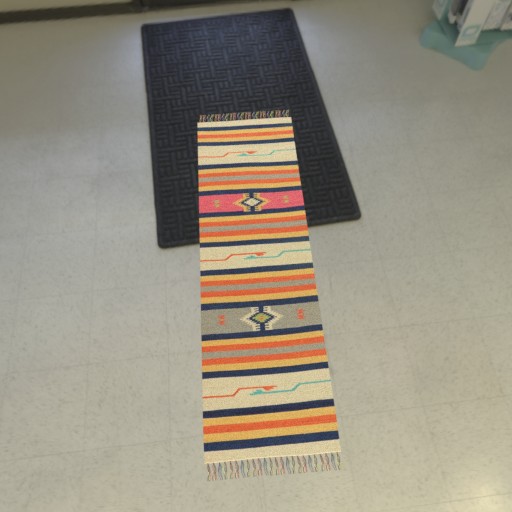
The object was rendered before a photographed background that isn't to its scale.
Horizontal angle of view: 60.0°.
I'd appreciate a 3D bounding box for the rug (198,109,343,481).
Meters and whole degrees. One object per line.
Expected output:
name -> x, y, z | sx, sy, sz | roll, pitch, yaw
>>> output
rug -> 0.000, 0.000, 2.755 | 0.695, 0.017, 2.455 | -4, 62, -2
